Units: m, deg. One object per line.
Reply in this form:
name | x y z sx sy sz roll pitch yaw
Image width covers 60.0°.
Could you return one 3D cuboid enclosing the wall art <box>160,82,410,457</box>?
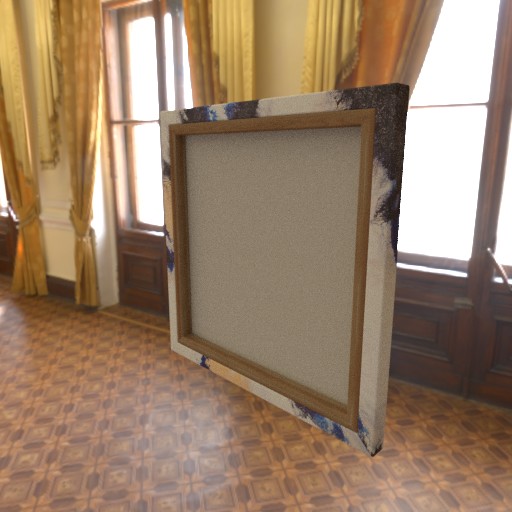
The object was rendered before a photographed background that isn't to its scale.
wall art | 0.000 0.000 0.917 0.039 0.609 0.609 -12 18 -43
